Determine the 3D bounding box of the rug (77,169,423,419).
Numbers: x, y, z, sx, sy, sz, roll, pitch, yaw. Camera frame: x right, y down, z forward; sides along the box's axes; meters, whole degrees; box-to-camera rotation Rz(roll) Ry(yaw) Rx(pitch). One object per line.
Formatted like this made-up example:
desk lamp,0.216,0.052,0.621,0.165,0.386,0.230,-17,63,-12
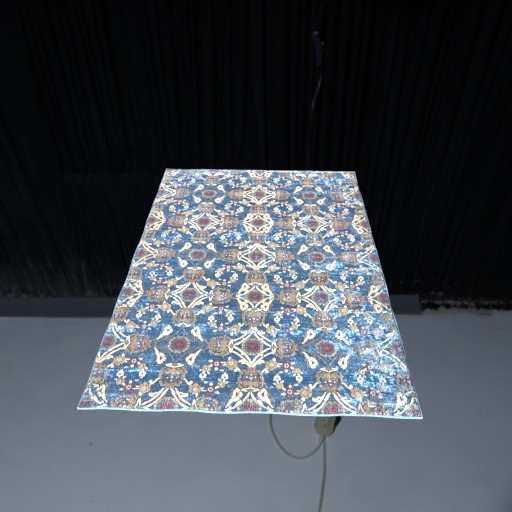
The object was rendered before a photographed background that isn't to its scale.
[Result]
rug,0.000,0.000,2.844,1.567,0.014,2.207,1,40,1
